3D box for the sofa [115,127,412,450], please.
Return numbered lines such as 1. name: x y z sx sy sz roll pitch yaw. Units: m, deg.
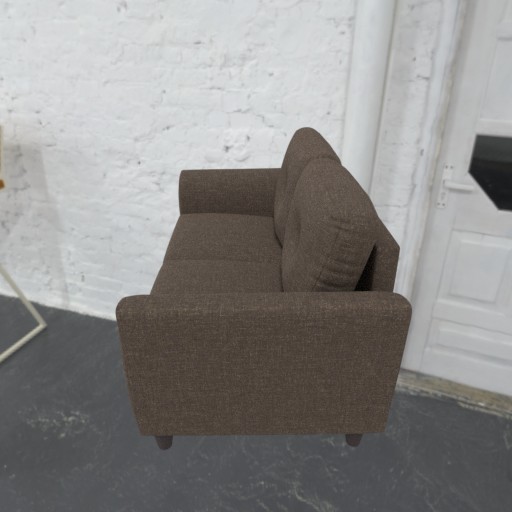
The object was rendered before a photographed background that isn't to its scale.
1. sofa: 0.000 0.000 1.929 0.851 0.885 1.423 0 27 -1
